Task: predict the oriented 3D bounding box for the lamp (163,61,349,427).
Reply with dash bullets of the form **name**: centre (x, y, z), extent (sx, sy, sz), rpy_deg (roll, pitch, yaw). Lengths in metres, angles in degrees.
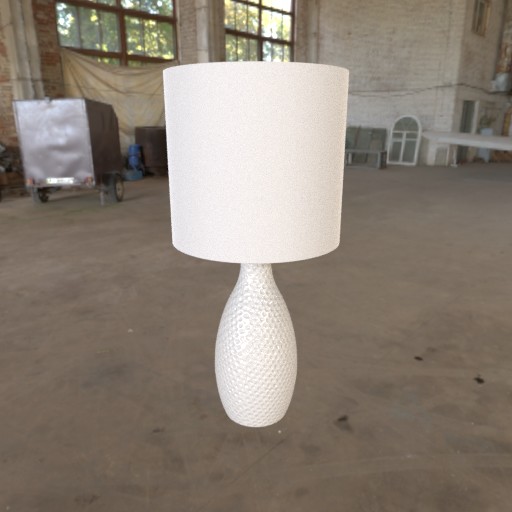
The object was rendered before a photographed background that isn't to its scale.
- **lamp**: centre (0.000, 0.000, 0.586), extent (0.214, 0.466, 0.214), rpy_deg (-9, 19, -26)
